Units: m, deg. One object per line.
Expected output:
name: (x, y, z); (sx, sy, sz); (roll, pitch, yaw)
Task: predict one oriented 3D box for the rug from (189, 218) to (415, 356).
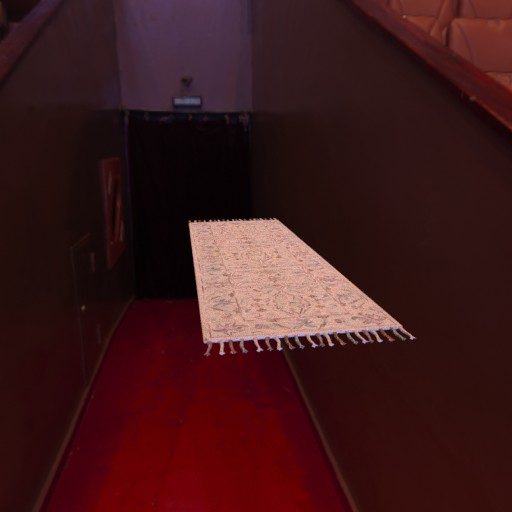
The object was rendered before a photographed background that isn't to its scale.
rug: (0.000, 0.000, 2.706); (0.769, 0.013, 2.440); (-3, 15, -9)
